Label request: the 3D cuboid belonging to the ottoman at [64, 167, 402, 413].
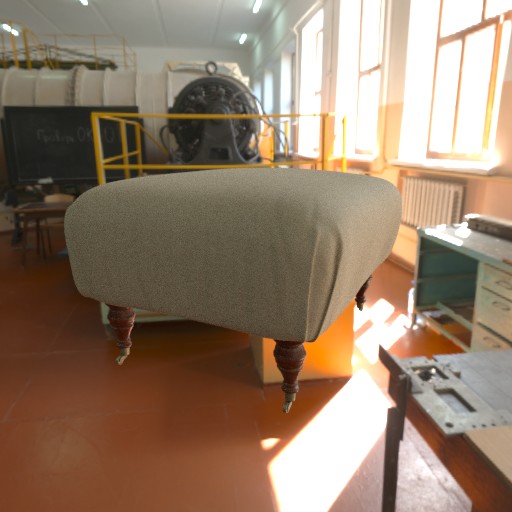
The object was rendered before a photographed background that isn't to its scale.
[{"bbox_3d":[0.000,0.000,1.172,0.639,0.450,0.746,7,16,26],"label":"ottoman"}]
